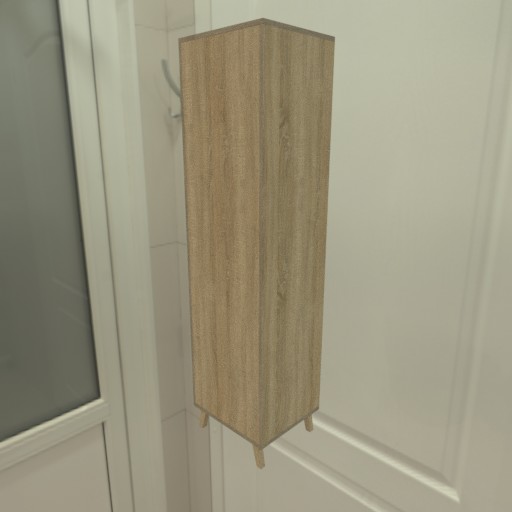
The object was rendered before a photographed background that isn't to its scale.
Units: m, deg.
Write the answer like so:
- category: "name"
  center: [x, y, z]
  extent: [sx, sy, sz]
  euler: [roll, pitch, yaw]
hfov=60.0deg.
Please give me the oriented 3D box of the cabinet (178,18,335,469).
- category: "cabinet"
  center: [0.000, 0.000, 2.178]
  extent: [0.510, 1.960, 0.450]
  euler: [14, 21, 42]
